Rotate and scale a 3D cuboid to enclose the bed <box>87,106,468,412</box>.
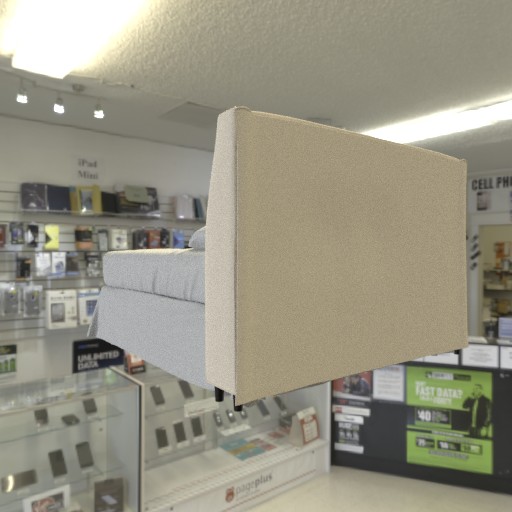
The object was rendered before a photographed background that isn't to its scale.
[{"bbox_3d":[0.000,0.000,3.333,1.925,1.332,2.276,0,1,-37],"label":"bed"}]
